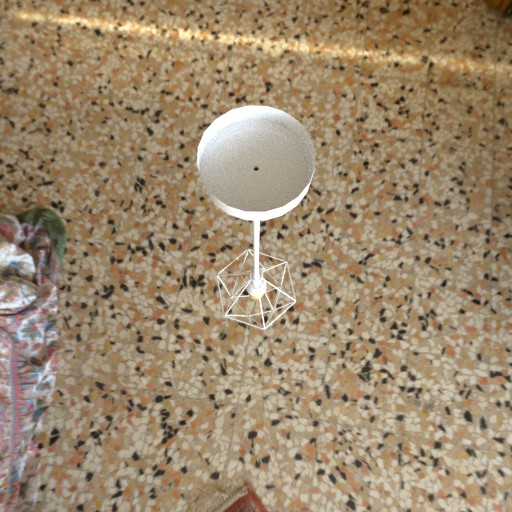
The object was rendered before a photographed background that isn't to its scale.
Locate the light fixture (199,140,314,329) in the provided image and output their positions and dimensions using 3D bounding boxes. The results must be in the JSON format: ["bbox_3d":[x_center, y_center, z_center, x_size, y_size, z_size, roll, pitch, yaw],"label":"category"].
[{"bbox_3d":[0.000,0.000,1.943,0.487,1.764,0.431,18,75,5],"label":"light fixture"}]
